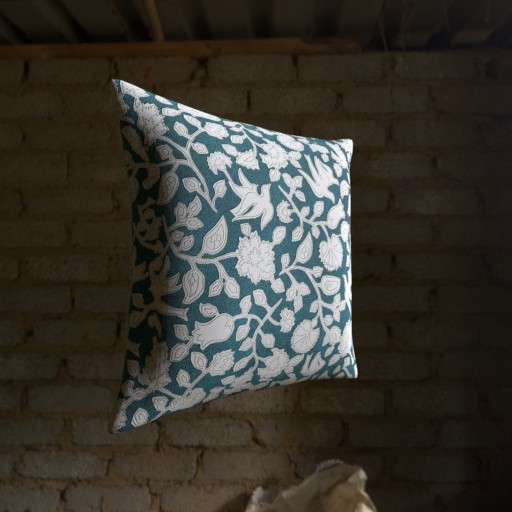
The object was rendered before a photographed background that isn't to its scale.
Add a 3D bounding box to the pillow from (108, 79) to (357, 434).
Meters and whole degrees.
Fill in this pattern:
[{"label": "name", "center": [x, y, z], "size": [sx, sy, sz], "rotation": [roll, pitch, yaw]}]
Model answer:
[{"label": "pillow", "center": [0.000, 0.000, 0.787], "size": [0.525, 0.508, 0.166], "rotation": [1, -2, -37]}]
